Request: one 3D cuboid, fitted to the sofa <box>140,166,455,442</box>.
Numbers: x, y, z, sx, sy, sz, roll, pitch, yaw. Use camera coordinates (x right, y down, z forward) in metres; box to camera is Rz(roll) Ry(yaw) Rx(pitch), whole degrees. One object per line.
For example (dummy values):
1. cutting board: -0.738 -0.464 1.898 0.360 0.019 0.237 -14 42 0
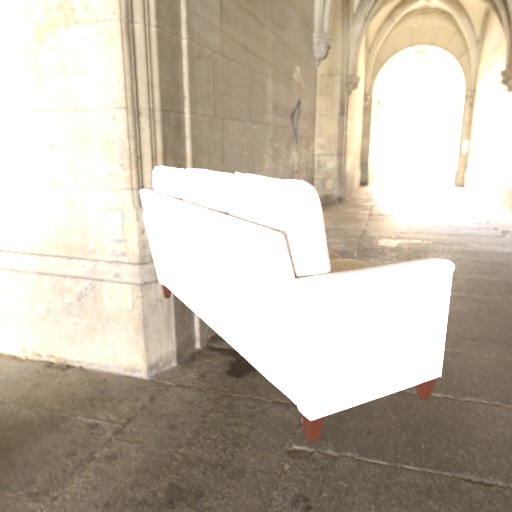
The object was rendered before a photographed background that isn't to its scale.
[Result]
1. sofa: 0.000 0.000 2.443 0.828 0.961 1.925 -7 16 -27
